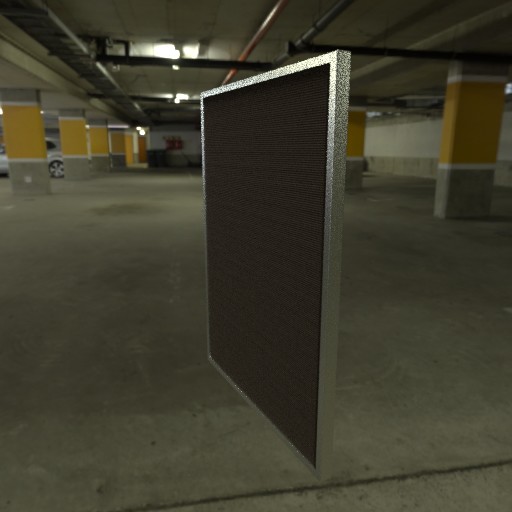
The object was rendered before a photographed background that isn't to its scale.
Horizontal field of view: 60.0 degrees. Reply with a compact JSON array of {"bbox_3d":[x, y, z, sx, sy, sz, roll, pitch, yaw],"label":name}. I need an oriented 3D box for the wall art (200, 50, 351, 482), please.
[{"bbox_3d":[0.000,0.000,1.403,0.037,1.062,0.801,-7,15,-27],"label":"wall art"}]
